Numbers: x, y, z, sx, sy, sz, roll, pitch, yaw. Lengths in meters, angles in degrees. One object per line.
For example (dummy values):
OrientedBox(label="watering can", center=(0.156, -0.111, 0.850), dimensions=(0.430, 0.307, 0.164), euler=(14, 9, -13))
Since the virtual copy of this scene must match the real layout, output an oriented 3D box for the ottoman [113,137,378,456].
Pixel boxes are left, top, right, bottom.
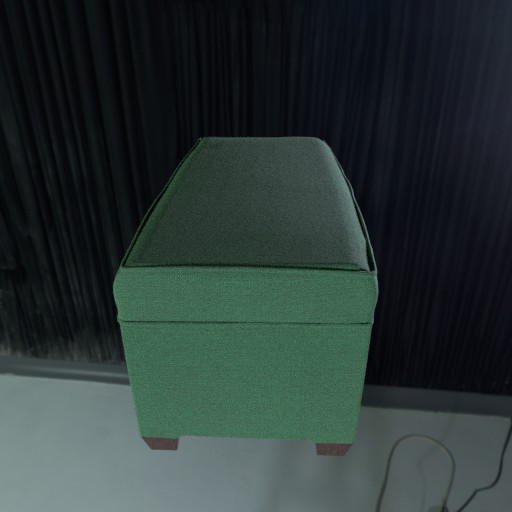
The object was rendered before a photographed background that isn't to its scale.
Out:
OrientedBox(label="ottoman", center=(0.000, 0.000, 1.215), dimensions=(0.483, 0.471, 0.957), euler=(1, 28, 2))
